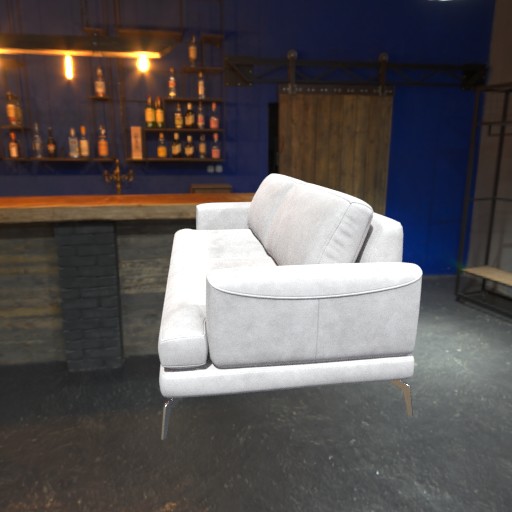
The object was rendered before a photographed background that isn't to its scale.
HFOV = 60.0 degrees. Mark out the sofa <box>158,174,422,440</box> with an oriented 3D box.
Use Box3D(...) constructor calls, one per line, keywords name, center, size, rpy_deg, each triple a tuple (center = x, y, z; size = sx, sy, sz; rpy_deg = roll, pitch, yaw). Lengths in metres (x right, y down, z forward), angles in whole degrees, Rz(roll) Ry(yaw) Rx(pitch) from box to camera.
Box3D(name="sofa", center=(0.000, 0.000, 2.501), size=(0.980, 0.830, 2.013), rpy_deg=(-2, 14, -8))
